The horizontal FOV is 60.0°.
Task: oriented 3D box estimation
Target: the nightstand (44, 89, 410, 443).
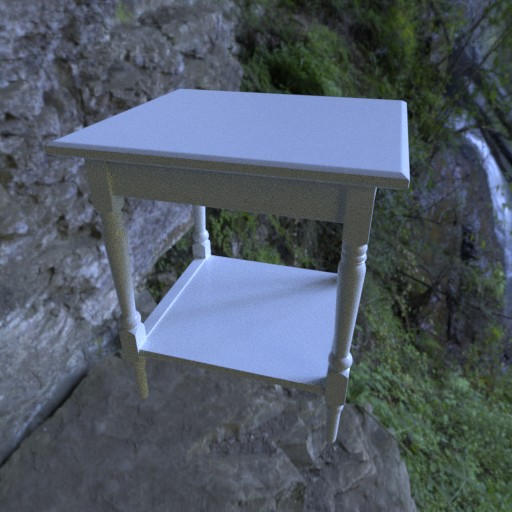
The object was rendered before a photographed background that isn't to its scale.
[{"bbox_3d":[0.000,0.000,0.906,0.505,0.555,0.459,8,31,14],"label":"nightstand"}]
